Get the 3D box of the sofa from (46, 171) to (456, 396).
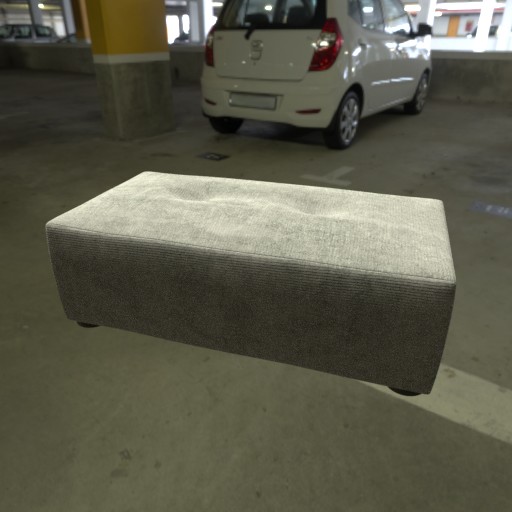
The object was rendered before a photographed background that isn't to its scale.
[{"bbox_3d":[0.000,0.000,1.175,0.930,0.330,0.480,8,28,16],"label":"sofa"}]
